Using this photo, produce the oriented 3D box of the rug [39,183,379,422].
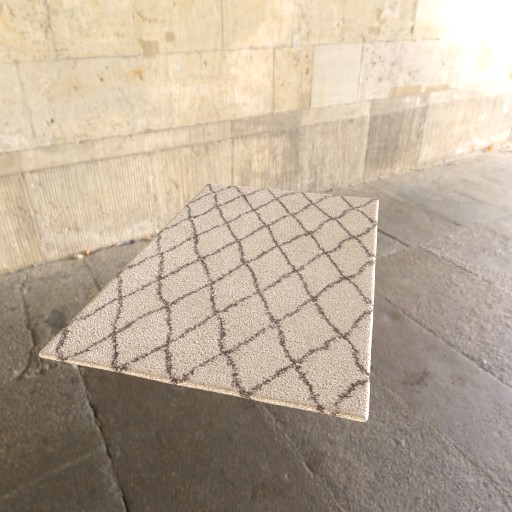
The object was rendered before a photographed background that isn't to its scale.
[{"bbox_3d":[0.000,0.000,3.395,1.778,0.030,2.743,7,31,13],"label":"rug"}]
